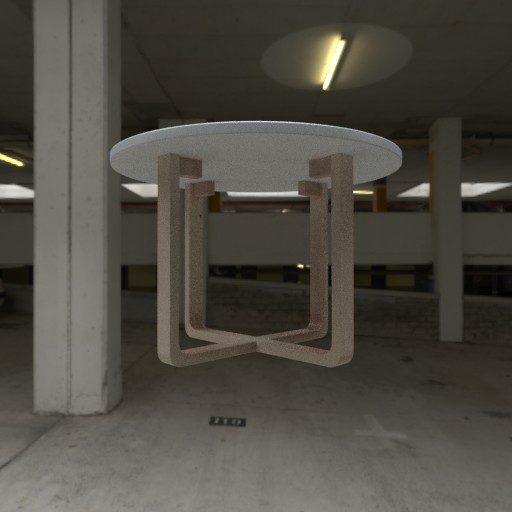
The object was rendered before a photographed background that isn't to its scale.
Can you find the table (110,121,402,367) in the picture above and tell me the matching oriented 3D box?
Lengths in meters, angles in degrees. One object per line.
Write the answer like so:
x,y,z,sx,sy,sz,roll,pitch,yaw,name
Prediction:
0.000,0.000,0.958,0.600,0.400,0.600,0,0,0,table
